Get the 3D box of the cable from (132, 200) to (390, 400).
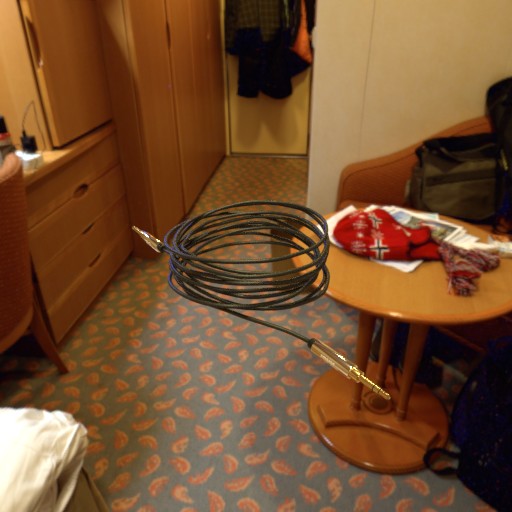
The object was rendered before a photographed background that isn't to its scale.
[{"bbox_3d":[0.000,0.000,0.512,0.198,0.069,0.432,-22,35,-34],"label":"cable"}]
